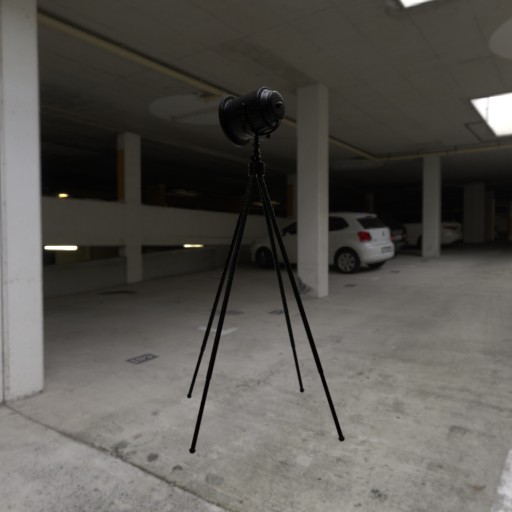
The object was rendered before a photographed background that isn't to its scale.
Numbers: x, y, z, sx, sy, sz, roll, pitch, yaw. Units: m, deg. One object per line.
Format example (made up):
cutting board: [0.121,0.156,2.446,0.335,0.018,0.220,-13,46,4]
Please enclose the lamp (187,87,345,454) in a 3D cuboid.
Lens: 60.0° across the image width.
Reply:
lamp: [0.000,0.000,2.037,0.884,1.504,0.879,1,2,36]
